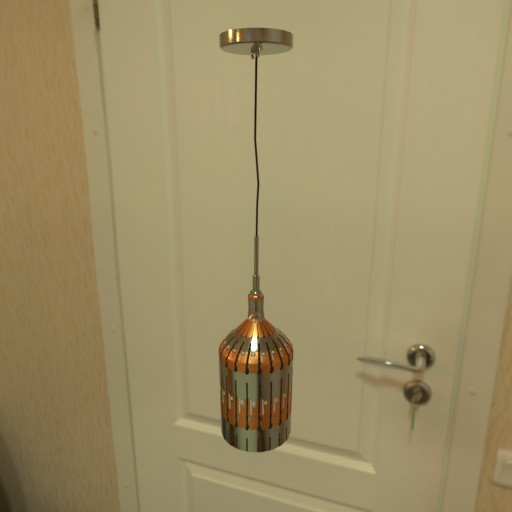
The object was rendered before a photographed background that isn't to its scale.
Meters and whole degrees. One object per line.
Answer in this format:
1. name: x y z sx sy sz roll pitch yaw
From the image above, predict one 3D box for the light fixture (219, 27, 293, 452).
1. light fixture: 0.000 0.000 1.694 0.303 1.535 0.303 0 16 0
